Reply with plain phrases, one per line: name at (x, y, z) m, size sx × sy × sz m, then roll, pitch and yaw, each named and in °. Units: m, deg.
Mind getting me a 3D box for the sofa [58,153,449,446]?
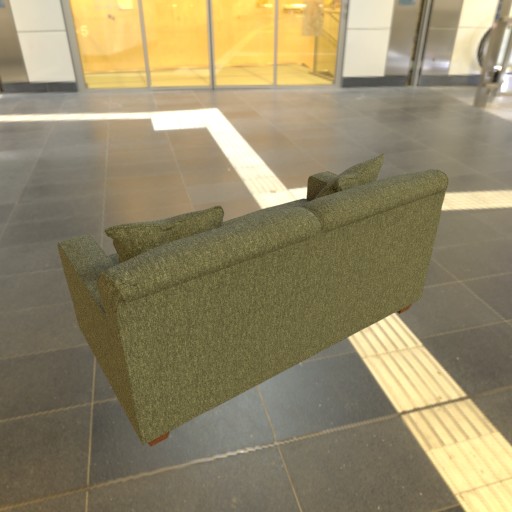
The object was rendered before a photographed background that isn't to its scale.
sofa at (0.000, 0.000, 2.448) m, size 1.846 × 0.958 × 0.998 m, roll -19°, pitch 36°, yaw -29°
